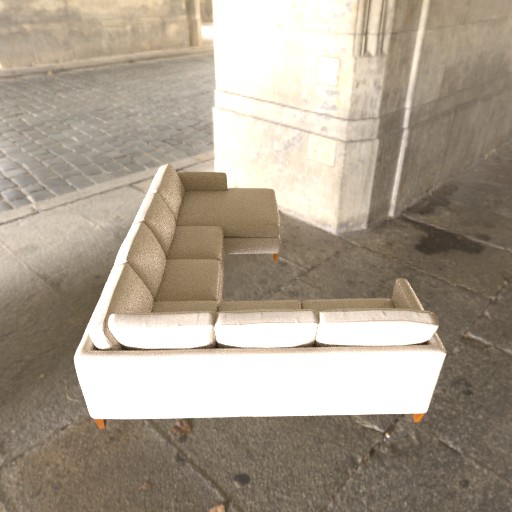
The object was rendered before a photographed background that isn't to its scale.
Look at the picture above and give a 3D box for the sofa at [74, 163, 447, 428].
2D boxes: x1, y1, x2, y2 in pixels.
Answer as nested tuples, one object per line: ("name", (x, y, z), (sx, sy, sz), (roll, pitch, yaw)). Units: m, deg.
("sofa", (0.000, 0.000, 4.594), (2.594, 0.961, 3.460), (-1, 32, -1))
